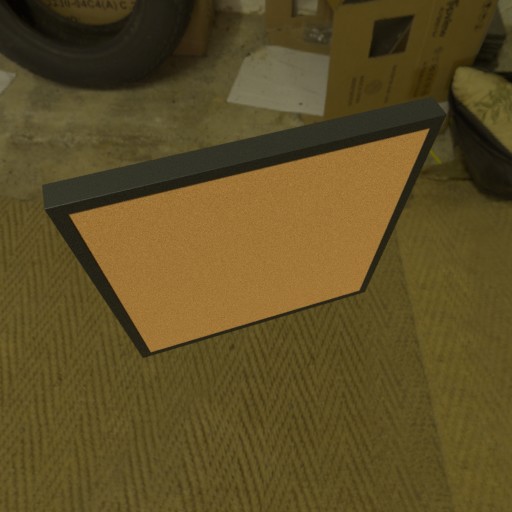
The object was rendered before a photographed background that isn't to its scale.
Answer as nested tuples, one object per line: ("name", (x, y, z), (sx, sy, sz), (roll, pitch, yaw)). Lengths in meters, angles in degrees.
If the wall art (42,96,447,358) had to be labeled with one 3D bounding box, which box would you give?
("wall art", (0.000, 0.000, 0.757), (0.506, 0.506, 0.037), (-15, 60, -9))
